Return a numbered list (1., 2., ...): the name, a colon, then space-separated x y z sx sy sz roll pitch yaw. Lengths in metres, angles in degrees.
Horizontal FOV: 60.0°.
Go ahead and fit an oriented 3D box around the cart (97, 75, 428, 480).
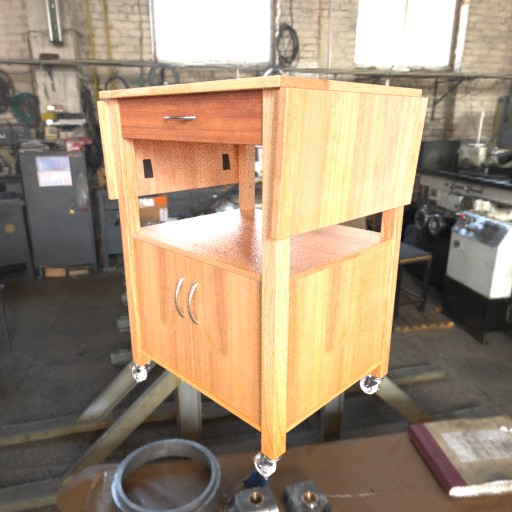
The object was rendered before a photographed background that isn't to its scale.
1. cart: 0.000 0.000 1.196 0.640 0.838 0.508 16 23 42
